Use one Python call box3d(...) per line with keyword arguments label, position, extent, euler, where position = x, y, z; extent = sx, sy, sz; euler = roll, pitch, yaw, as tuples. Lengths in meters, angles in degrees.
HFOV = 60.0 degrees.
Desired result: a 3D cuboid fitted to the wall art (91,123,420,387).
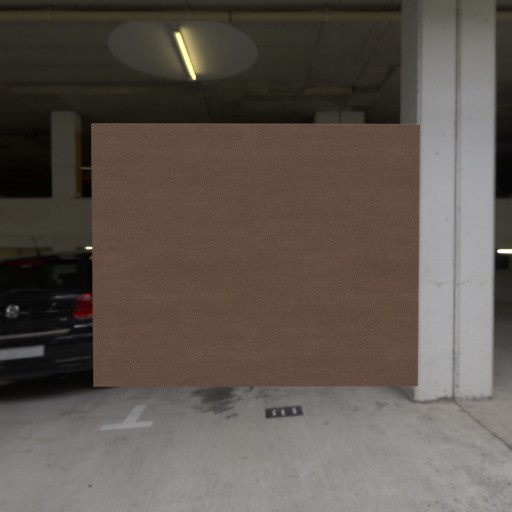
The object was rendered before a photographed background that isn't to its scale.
box3d(label="wall art", position=(0.000, 0.000, 0.695), extent=(0.508, 0.408, 0.012), euler=(0, 1, 0))
